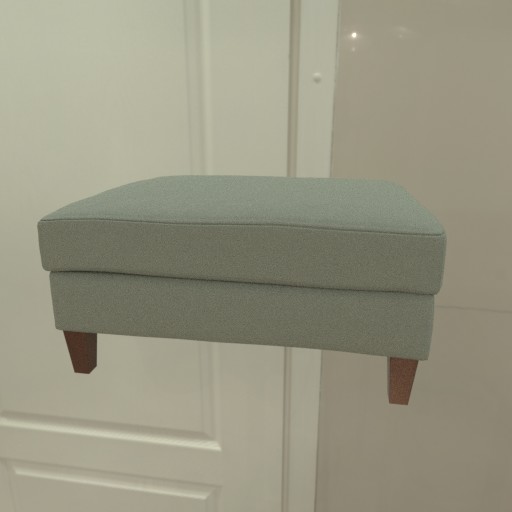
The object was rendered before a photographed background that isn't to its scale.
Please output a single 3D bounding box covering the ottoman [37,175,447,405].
[{"bbox_3d":[0.000,0.000,1.457,0.991,0.494,0.842,3,17,9],"label":"ottoman"}]
